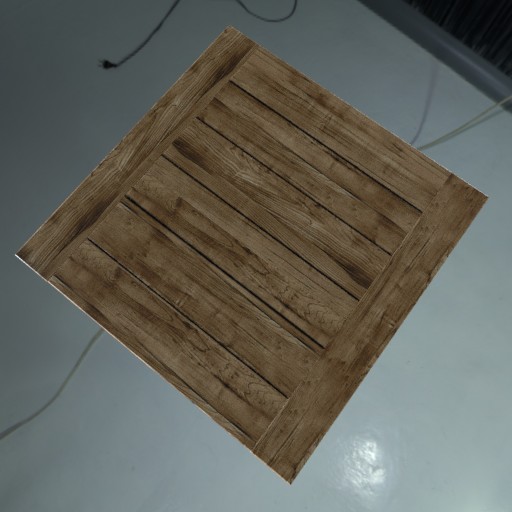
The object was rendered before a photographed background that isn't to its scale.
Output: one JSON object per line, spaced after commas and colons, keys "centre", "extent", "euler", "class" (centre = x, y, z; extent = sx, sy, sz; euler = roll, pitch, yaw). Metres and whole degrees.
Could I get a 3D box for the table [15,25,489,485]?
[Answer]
{"centre": [0.000, 0.000, 1.019], "extent": [0.610, 0.457, 0.610], "euler": [37, 79, 9], "class": "table"}
